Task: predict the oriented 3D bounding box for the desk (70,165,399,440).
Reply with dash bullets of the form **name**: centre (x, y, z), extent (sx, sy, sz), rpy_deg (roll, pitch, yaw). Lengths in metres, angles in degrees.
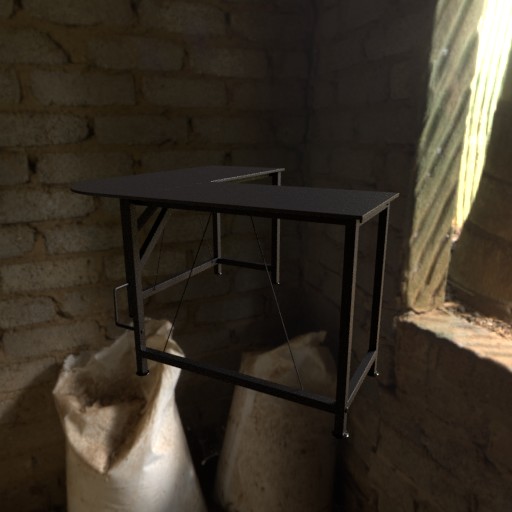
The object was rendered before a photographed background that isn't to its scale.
- **desk**: centre (0.000, 0.000, 2.243), extent (1.400, 0.762, 1.400), rpy_deg (8, 18, 26)
